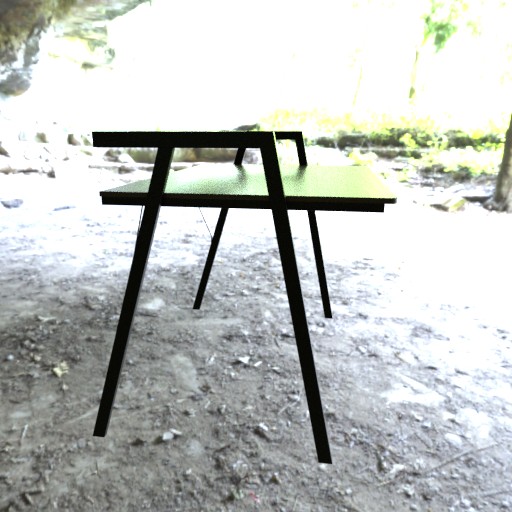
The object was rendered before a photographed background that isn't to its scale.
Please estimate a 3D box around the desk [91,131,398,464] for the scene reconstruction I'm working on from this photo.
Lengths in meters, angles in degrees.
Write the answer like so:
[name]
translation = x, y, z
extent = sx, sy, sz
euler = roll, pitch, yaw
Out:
[desk]
translation = 0.000, 0.000, 1.839
extent = 0.936, 0.998, 1.143
euler = 3, 16, 9
